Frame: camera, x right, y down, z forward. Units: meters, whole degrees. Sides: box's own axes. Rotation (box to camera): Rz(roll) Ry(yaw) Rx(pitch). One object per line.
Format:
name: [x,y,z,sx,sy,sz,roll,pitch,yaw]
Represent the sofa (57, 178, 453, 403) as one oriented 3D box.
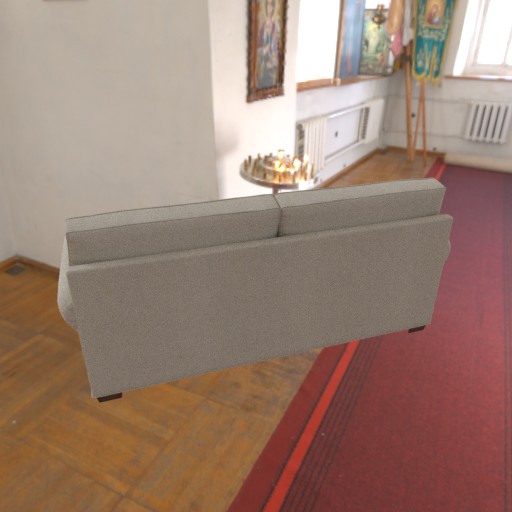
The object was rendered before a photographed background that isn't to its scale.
sofa: [0.000,0.000,2.654,2.146,0.962,0.901,-9,28,-16]
